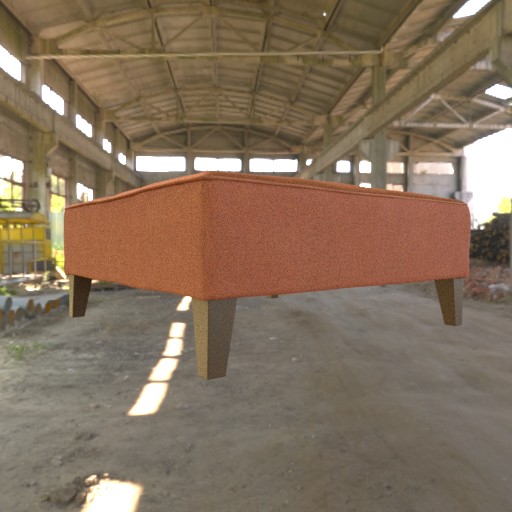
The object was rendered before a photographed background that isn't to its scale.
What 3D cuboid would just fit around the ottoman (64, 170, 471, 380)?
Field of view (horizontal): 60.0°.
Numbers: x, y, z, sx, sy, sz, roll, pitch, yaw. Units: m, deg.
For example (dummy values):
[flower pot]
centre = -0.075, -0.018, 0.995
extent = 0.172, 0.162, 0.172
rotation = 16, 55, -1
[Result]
[ottoman]
centre = 0.000, 0.000, 1.495
extent = 0.997, 0.438, 0.999
rotation = -1, 2, -38
